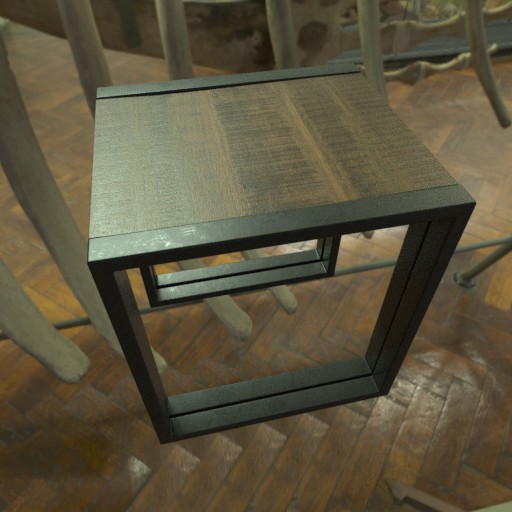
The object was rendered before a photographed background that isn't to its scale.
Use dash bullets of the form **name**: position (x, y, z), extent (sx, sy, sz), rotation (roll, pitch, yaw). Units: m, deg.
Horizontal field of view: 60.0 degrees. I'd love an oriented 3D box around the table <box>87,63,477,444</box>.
- **table**: position (0.000, 0.000, 0.896), extent (0.500, 0.550, 0.449), rotation (-9, 47, -9)
